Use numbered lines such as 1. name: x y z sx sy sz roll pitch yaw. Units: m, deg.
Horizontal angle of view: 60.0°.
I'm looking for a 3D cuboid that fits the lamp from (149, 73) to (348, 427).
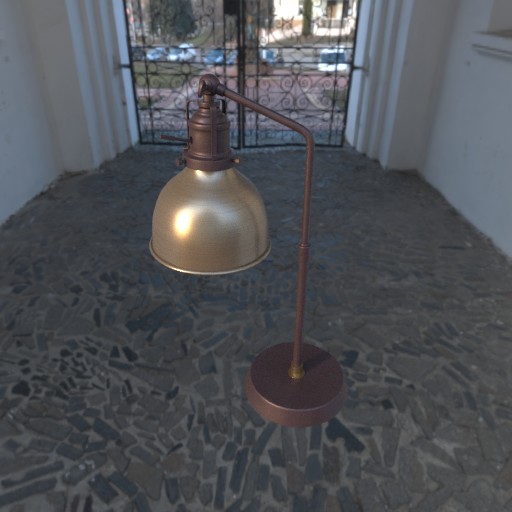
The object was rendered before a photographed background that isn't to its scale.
1. lamp: 0.000 0.000 0.614 0.298 0.469 0.175 8 31 14
